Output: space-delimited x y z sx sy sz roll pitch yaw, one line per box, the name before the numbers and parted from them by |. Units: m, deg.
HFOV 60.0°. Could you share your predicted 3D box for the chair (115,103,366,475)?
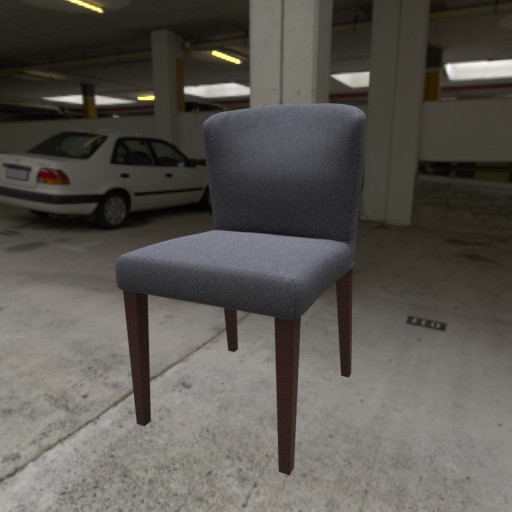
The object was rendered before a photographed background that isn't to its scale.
chair | 0.000 0.000 1.212 0.491 0.839 0.592 6 15 26
